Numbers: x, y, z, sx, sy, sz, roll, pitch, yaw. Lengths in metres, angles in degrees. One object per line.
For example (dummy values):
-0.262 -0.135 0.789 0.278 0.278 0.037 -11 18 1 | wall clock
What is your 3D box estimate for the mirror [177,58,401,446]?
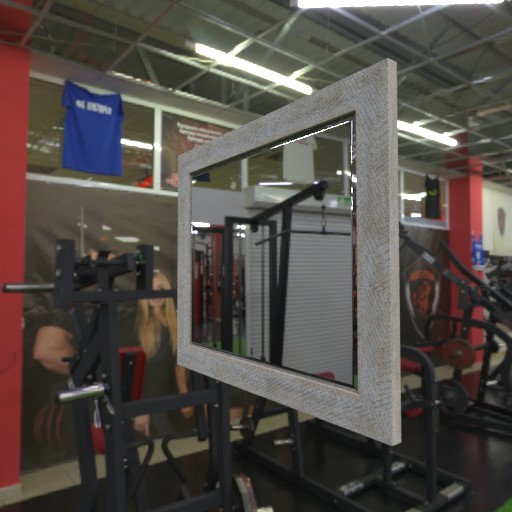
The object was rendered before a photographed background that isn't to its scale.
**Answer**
0.000 0.000 1.129 0.028 0.689 0.839 1 -2 -36 | mirror
